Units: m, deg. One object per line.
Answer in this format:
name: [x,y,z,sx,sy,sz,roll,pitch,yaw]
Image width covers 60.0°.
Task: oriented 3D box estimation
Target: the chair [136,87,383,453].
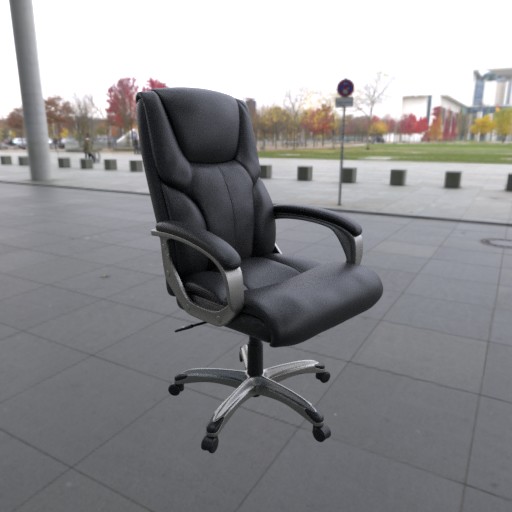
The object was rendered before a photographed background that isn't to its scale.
chair: [0.000,0.000,1.554,0.663,1.155,0.739,-14,21,-43]
